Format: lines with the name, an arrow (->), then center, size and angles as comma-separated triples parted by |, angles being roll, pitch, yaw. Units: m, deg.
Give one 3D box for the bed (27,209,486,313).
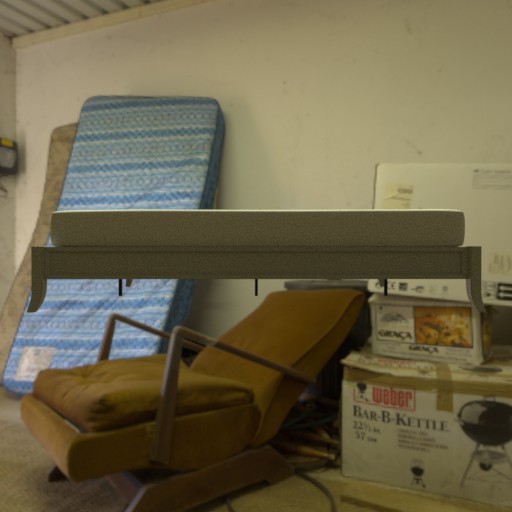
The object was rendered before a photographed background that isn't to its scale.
bed -> 0.000, 0.000, 2.832 | 2.108, 0.510, 1.604 | 0, 0, 0
